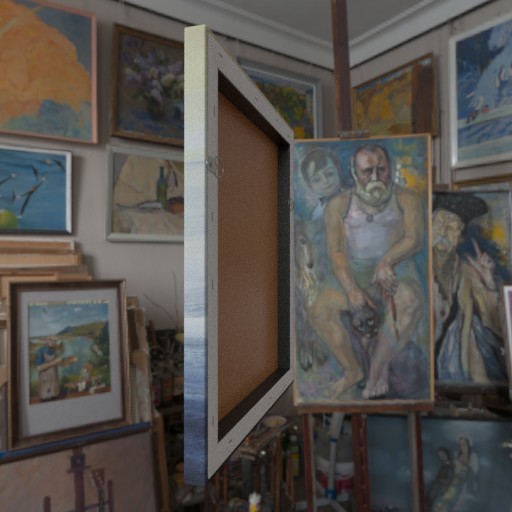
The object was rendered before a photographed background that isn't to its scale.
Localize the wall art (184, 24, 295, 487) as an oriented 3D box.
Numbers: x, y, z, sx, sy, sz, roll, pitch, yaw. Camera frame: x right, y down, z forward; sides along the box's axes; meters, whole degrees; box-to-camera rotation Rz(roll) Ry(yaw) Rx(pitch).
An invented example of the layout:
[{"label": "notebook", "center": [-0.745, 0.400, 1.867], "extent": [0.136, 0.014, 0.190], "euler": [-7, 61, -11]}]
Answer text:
[{"label": "wall art", "center": [0.000, 0.000, 0.970], "extent": [0.041, 0.710, 0.608], "euler": [0, 0, 18]}]
